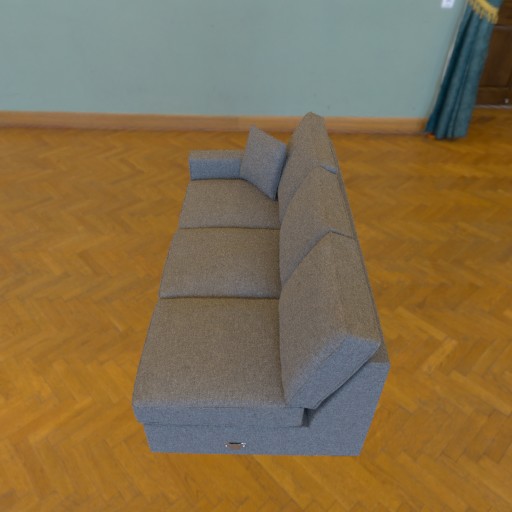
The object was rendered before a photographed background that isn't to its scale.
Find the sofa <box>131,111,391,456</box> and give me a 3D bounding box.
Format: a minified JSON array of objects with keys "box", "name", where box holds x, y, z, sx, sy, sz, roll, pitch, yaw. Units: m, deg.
[{"box":[0.000,0.000,2.546,1.034,0.946,1.963,1,40,1],"name":"sofa"}]
